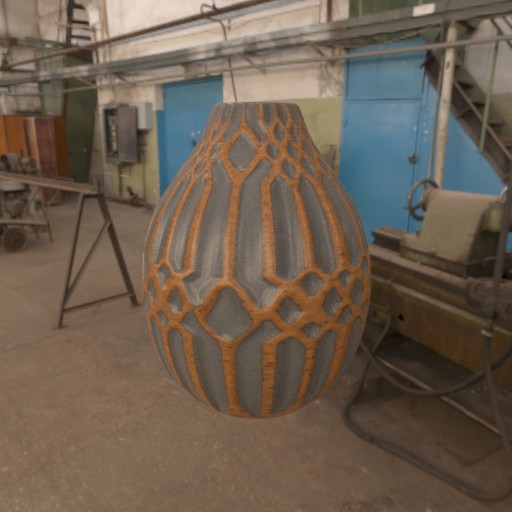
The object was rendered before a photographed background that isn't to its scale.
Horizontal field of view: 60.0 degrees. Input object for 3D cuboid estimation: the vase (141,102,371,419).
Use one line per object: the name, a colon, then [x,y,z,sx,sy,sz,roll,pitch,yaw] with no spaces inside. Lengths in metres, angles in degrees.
vase: [0.000,0.000,0.135,0.069,0.088,0.069,0,16,0]
